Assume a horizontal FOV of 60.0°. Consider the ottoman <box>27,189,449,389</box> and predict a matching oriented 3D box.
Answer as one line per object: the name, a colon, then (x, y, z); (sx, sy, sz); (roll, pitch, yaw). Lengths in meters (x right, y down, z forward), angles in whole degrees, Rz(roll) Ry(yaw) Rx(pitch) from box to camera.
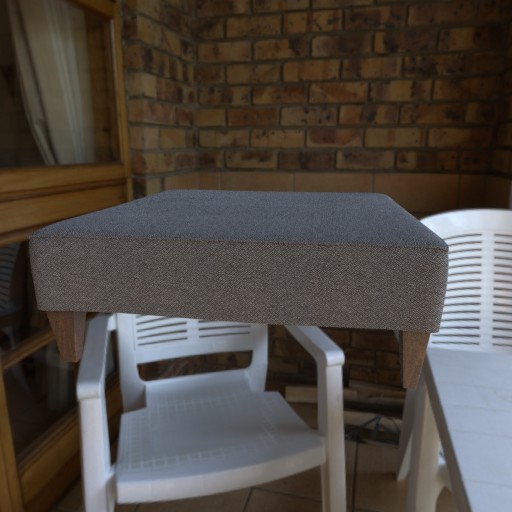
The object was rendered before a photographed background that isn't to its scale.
ottoman: (0.000, 0.000, 1.478); (0.970, 0.378, 0.981); (2, 14, 9)
